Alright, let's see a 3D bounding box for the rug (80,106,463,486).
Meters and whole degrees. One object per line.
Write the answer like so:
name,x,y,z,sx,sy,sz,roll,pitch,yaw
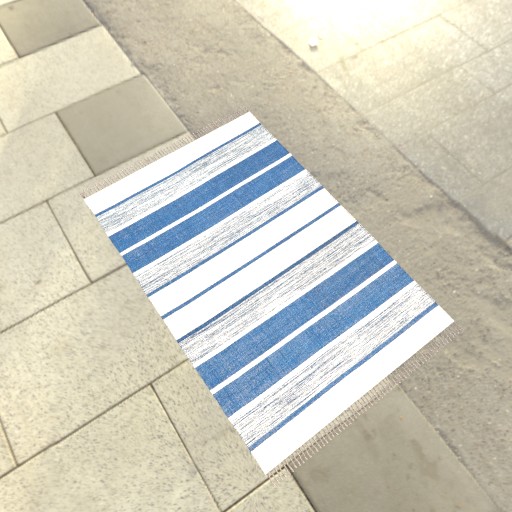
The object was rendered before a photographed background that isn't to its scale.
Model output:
rug,0.000,0.000,3.096,1.532,0.010,2.441,-33,67,-16
